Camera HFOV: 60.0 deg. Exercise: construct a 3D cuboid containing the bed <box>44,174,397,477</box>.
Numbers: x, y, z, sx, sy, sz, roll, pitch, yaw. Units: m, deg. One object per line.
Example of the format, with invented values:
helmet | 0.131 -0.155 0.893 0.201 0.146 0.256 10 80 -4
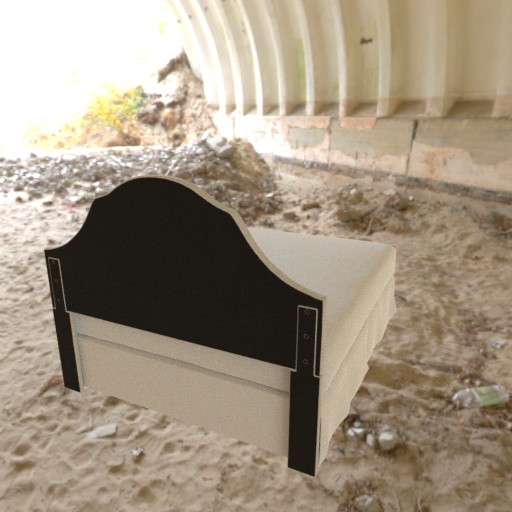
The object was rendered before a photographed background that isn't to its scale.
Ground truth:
bed | 0.000 0.000 3.689 2.039 1.617 2.477 8 20 25
